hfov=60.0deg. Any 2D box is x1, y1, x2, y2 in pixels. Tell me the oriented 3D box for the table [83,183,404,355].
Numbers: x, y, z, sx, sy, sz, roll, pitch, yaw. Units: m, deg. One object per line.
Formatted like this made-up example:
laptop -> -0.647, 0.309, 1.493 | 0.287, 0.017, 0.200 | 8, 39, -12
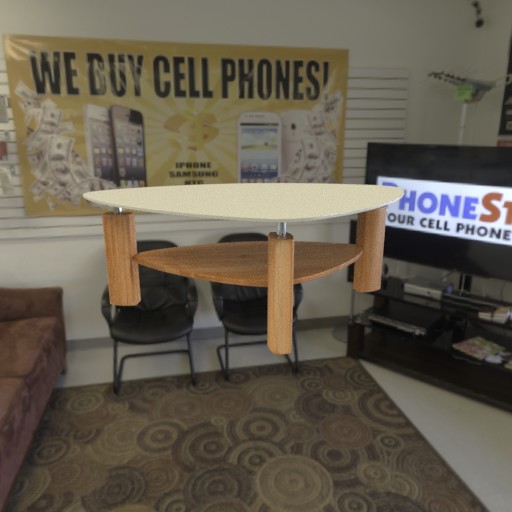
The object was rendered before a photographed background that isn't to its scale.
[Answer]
table -> 0.000, 0.000, 1.640 | 1.250, 0.440, 0.850 | -2, 16, -8
